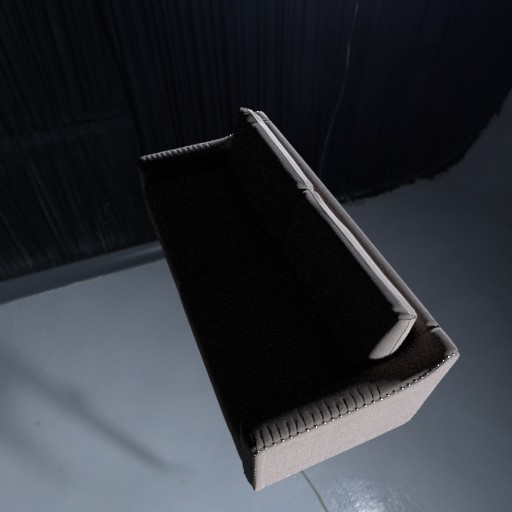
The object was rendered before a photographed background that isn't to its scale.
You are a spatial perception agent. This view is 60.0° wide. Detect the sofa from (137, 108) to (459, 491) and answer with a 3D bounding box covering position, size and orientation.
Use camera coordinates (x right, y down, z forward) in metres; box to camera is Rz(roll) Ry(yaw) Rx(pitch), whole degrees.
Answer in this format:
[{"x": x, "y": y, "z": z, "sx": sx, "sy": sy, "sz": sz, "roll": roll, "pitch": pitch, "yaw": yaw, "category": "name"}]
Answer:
[{"x": 0.000, "y": 0.000, "z": 2.662, "sx": 1.000, "sy": 0.857, "sz": 2.208, "roll": -17, "pitch": 49, "yaw": -15, "category": "sofa"}]
